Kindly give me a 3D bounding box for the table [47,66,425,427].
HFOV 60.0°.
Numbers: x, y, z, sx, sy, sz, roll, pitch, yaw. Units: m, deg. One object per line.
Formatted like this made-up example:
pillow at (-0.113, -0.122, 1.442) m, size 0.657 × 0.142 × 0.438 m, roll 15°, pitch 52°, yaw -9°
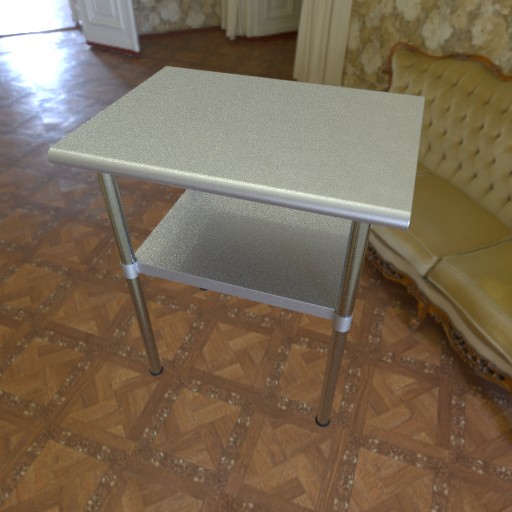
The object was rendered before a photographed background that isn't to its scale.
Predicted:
table at (0.000, 0.000, 1.358) m, size 0.762 × 0.876 × 0.584 m, roll 12°, pitch 43°, yaw 14°
